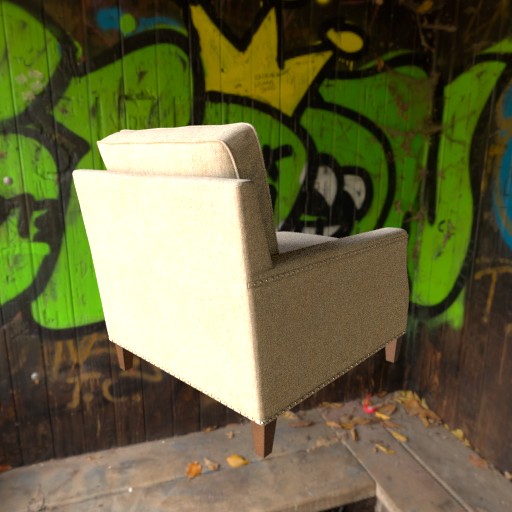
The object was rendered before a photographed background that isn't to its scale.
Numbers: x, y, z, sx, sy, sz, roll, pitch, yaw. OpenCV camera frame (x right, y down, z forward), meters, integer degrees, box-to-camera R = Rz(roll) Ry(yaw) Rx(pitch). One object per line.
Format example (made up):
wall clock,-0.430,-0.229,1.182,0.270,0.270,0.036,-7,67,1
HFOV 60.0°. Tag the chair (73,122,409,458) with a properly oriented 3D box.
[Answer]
chair,0.000,0.000,1.723,0.853,0.943,1.014,12,18,42
